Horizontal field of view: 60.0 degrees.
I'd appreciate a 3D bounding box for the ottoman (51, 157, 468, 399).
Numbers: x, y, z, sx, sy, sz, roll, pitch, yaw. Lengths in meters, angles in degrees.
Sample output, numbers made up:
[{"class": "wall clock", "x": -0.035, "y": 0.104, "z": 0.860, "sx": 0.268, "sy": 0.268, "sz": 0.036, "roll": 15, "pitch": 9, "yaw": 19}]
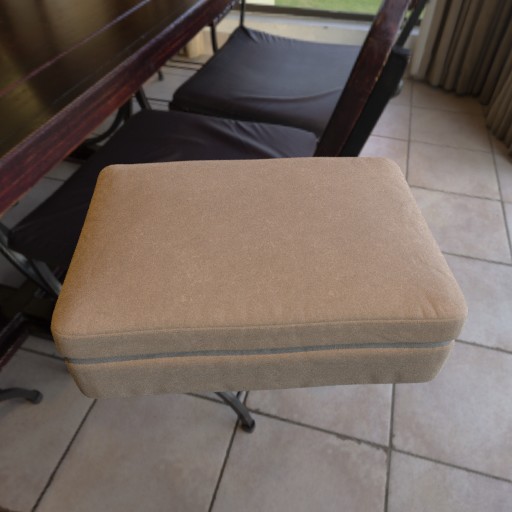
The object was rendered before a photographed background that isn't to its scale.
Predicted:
[{"class": "ottoman", "x": 0.000, "y": 0.000, "z": 1.582, "sx": 1.199, "sy": 0.429, "sz": 0.840, "roll": -2, "pitch": 45, "yaw": -2}]
